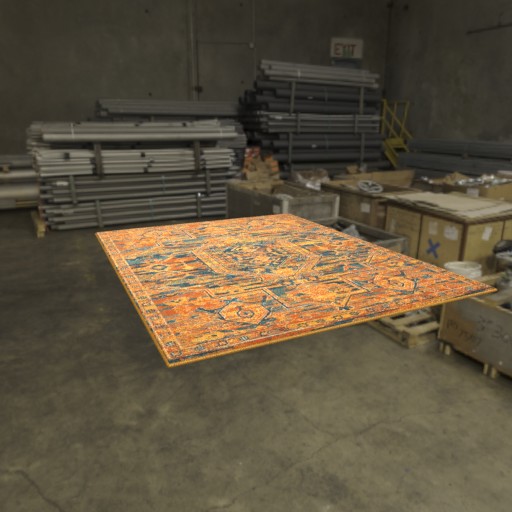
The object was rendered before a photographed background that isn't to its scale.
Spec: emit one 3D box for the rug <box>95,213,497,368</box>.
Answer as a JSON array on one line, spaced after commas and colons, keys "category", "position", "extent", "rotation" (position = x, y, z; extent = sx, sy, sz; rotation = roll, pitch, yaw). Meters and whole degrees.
[{"category": "rug", "position": [0.000, 0.000, 4.020], "extent": [2.435, 0.031, 3.040], "rotation": [-8, 19, -24]}]
